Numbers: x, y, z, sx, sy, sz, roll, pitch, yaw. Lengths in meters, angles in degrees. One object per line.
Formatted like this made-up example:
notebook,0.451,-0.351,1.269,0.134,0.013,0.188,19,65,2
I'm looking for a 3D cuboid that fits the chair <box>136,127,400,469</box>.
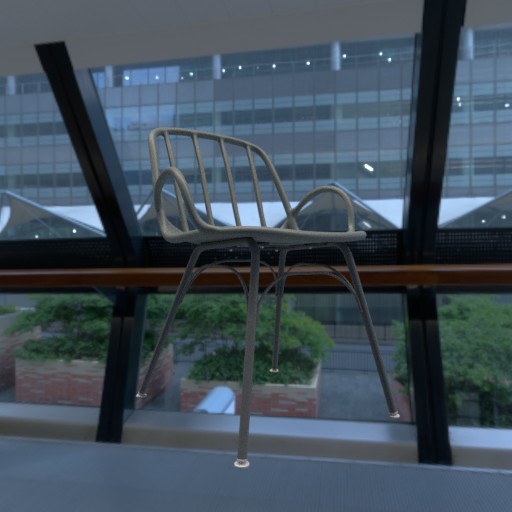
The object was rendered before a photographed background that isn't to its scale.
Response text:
chair,0.000,0.000,1.228,0.549,0.816,0.597,0,0,-35
